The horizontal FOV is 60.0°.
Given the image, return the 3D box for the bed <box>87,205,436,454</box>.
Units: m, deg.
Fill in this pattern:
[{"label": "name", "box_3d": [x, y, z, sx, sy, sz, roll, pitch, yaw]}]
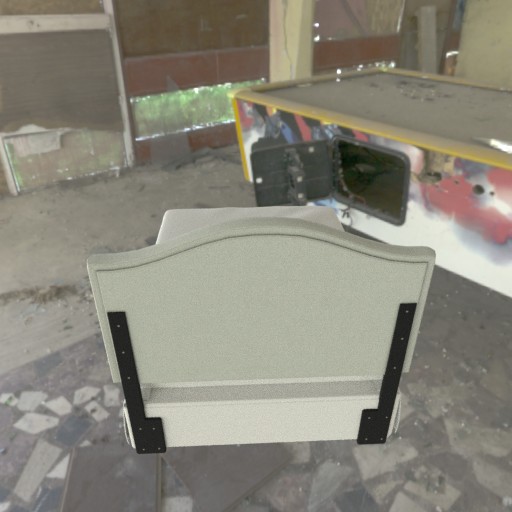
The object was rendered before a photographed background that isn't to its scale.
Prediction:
[{"label": "bed", "box_3d": [0.000, 0.000, 3.389, 1.813, 1.607, 2.180, -1, 31, -2]}]
